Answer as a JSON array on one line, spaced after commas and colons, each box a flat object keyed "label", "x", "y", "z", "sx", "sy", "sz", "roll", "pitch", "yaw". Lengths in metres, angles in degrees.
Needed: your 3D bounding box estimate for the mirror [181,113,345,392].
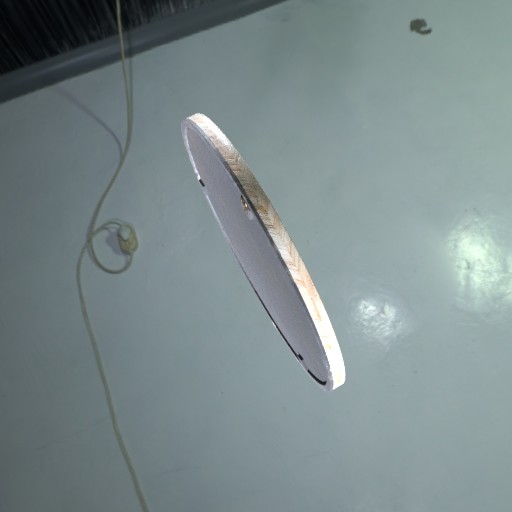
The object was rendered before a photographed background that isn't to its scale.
[{"label": "mirror", "x": 0.000, "y": 0.000, "z": 1.082, "sx": 0.038, "sy": 0.710, "sz": 0.710, "roll": -28, "pitch": 76, "yaw": -7}]
